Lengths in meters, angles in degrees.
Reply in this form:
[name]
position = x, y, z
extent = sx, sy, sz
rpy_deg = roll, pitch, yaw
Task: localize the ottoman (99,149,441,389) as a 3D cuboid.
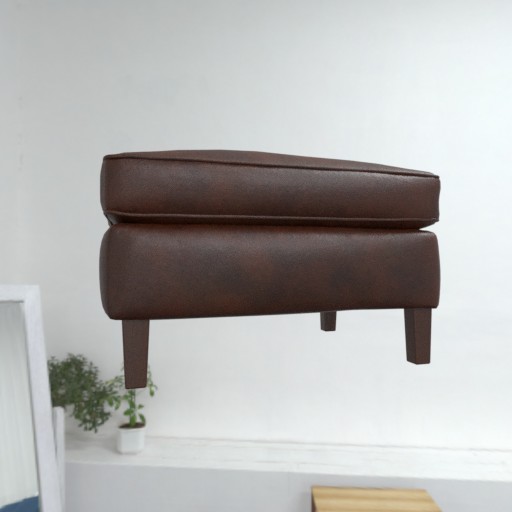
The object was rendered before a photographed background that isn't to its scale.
[ottoman]
position = 0.000, 0.000, 1.011
extent = 0.665, 0.432, 0.501
rpy_deg = 0, 0, -17
